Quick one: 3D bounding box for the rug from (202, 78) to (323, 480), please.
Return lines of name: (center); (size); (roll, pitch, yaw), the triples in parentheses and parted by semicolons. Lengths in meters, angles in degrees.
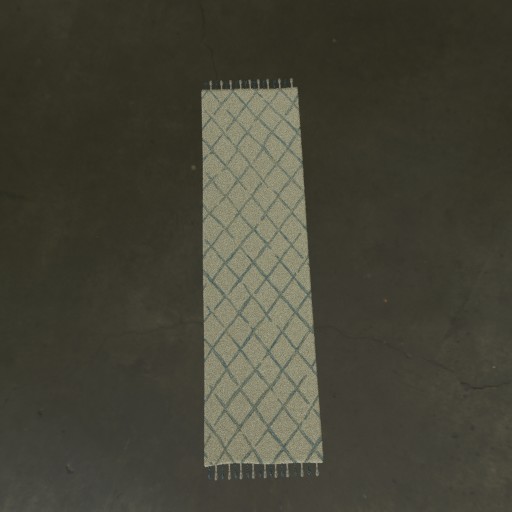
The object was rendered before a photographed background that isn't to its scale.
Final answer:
rug: (0.000, 0.000, 2.585); (0.620, 0.008, 2.372); (-2, 76, -1)
